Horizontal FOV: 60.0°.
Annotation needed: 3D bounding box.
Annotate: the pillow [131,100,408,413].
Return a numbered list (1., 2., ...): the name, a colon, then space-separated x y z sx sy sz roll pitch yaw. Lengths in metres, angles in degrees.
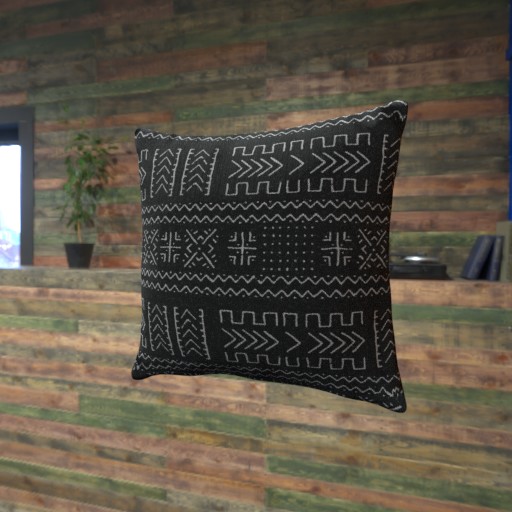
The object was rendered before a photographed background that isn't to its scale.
1. pillow: 0.000 0.000 0.676 0.438 0.430 0.164 0 1 18
